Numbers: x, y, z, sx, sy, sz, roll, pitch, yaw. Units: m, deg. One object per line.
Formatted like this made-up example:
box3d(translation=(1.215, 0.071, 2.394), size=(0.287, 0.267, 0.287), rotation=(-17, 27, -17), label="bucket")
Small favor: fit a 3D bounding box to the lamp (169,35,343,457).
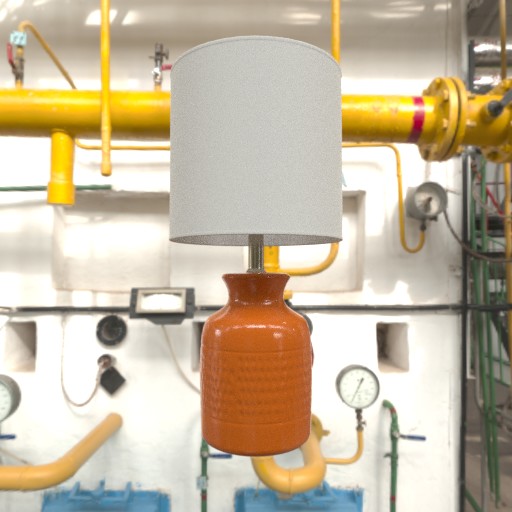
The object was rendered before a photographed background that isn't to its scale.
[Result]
box3d(translation=(0.000, 0.000, 1.083), size=(0.418, 0.871, 0.418), rotation=(0, -2, 0), label="lamp")
